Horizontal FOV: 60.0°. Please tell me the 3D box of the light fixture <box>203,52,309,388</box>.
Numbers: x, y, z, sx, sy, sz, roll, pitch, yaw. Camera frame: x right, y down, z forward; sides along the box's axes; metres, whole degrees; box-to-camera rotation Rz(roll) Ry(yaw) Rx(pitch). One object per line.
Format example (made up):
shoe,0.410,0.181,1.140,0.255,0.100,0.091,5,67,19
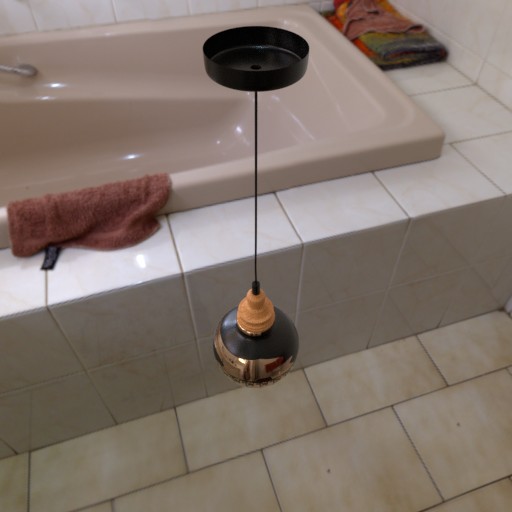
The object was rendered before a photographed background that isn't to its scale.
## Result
light fixture,0.000,0.000,1.739,0.430,1.606,0.430,-11,49,-10
